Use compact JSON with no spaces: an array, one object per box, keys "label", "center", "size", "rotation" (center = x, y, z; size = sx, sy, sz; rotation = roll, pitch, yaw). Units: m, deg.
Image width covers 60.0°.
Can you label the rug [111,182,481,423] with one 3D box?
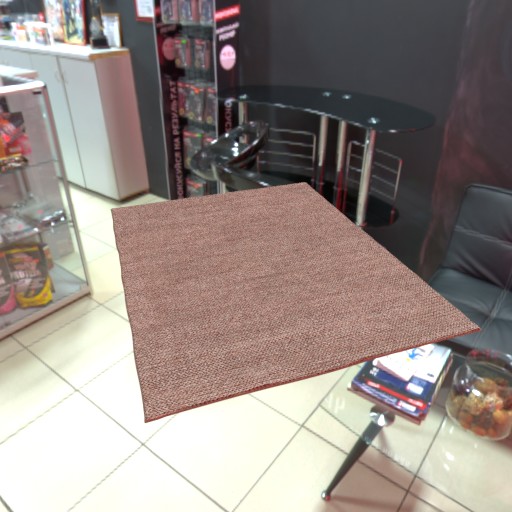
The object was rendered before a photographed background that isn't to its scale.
[{"label":"rug","center":[0.000,0.000,4.115],"size":[2.429,0.030,3.052],"rotation":[-10,33,-17]}]
